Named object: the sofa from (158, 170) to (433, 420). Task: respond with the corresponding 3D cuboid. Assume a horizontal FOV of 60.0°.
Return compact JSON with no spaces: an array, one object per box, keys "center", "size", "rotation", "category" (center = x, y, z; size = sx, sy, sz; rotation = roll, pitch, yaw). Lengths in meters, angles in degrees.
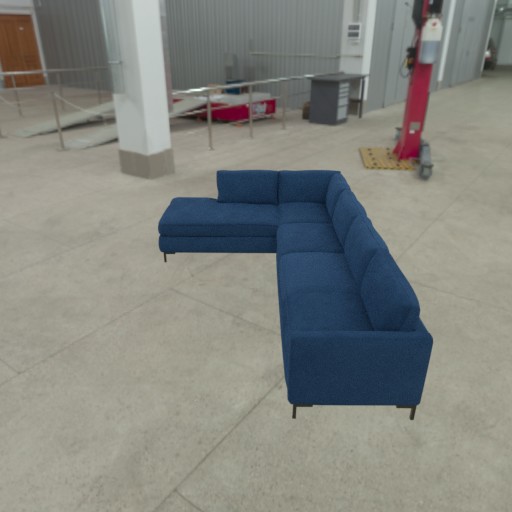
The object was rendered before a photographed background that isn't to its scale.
[{"center":[0.000,0.000,3.834],"size":[2.007,0.815,2.949],"rotation":[0,26,0],"category":"sofa"}]
